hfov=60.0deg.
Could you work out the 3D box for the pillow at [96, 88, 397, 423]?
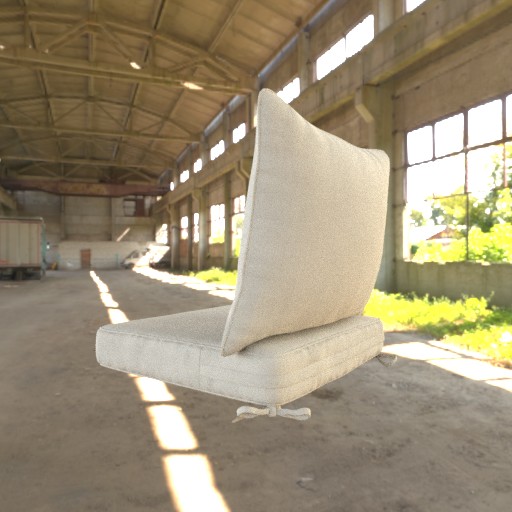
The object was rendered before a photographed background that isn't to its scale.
[{"bbox_3d":[0.000,0.000,1.390,0.733,0.716,0.798,0,1,35],"label":"pillow"}]
